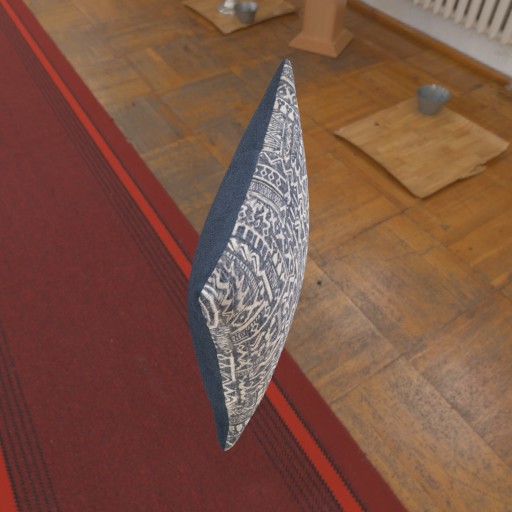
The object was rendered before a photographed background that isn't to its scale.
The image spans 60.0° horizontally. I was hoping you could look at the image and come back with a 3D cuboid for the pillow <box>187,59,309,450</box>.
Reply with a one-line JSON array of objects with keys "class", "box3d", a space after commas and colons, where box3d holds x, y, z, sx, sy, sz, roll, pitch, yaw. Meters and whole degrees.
[{"class": "pillow", "box3d": [0.000, 0.000, 0.804, 0.180, 0.487, 0.546, 9, 50, 8]}]
